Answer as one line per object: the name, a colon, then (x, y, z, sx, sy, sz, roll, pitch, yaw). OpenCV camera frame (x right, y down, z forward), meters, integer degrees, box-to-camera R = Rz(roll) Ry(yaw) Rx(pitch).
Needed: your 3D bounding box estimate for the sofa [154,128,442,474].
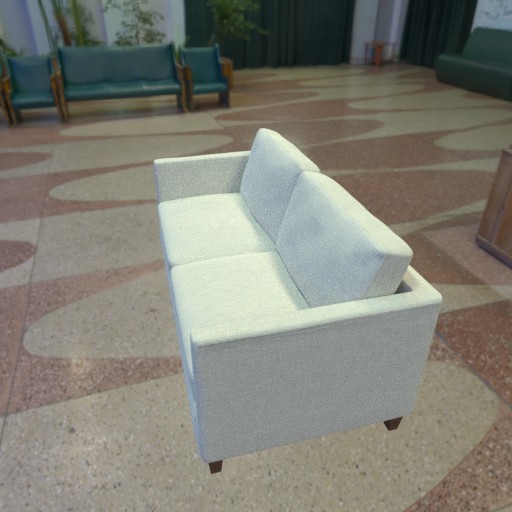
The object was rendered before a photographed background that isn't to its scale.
sofa: (0.000, 0.000, 2.392, 0.950, 0.963, 1.838, -8, 32, -13)
